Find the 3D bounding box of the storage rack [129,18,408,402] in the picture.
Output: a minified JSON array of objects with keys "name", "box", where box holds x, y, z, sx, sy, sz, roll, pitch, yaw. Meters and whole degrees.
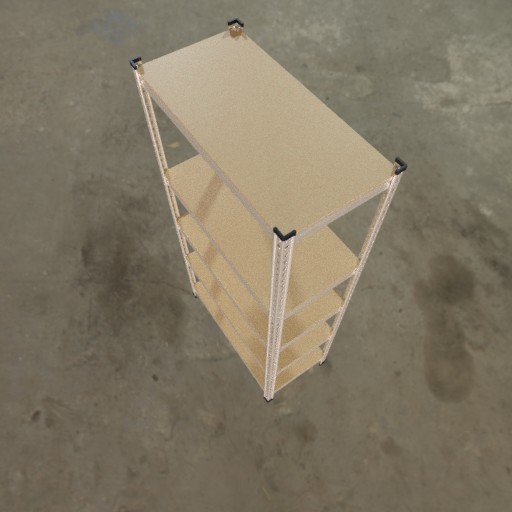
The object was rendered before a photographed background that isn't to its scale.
[{"name":"storage rack","box":[0.000,0.000,2.203,0.457,1.829,0.914,-31,63,-17]}]
